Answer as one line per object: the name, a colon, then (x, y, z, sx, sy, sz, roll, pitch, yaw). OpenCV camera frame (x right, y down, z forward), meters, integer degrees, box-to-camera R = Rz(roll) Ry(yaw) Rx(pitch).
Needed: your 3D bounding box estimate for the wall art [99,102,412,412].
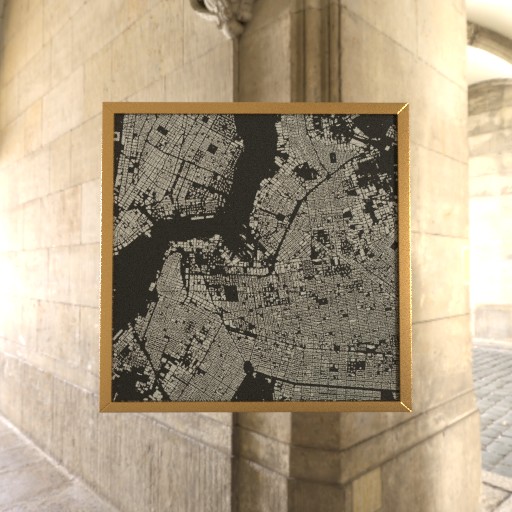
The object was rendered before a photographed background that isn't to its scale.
wall art: (0.000, 0.000, 0.447, 0.305, 0.305, 0.023, 0, -2, 0)
